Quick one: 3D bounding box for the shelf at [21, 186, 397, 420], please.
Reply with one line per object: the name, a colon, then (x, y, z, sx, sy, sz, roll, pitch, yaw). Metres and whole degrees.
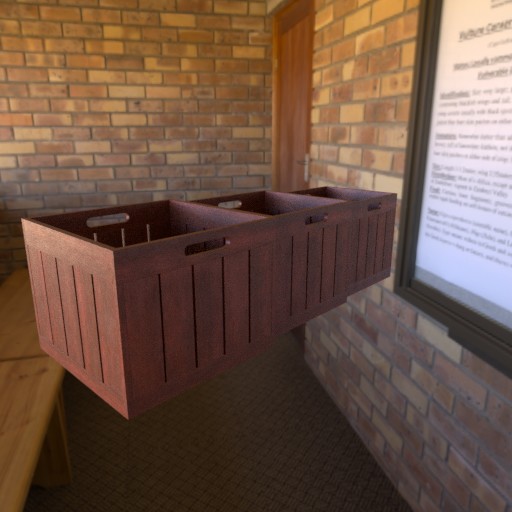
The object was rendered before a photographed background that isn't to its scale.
shelf: (0.000, 0.000, 1.244, 0.393, 0.311, 1.064, 15, 21, 42)
